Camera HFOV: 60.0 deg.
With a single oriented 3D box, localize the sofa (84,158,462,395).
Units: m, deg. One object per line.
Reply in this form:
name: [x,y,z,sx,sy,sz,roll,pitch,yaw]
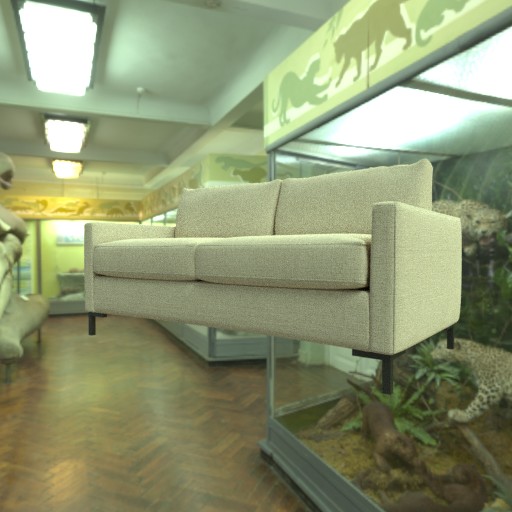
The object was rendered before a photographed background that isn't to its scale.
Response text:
sofa: [0.000,0.000,2.092,1.651,0.812,0.839,0,1,37]
